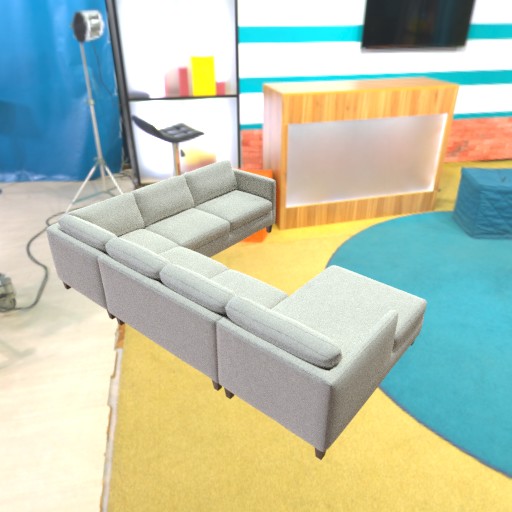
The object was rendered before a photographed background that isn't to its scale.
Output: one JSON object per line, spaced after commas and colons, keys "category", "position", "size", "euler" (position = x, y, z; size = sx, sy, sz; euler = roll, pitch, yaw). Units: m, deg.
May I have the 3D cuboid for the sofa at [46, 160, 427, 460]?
{"category": "sofa", "position": [0.000, 0.000, 4.341], "size": [3.238, 0.853, 2.551], "euler": [22, 36, 34]}
